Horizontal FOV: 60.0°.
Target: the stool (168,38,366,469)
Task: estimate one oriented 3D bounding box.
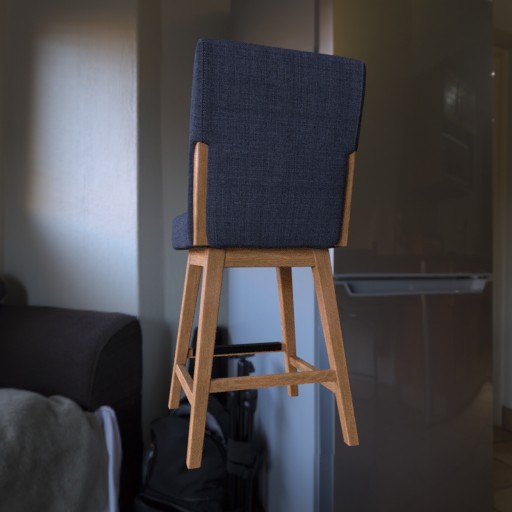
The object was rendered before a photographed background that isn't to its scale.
[{"bbox_3d":[0.000,0.000,1.306,0.459,1.010,0.526,0,0,-17],"label":"stool"}]
